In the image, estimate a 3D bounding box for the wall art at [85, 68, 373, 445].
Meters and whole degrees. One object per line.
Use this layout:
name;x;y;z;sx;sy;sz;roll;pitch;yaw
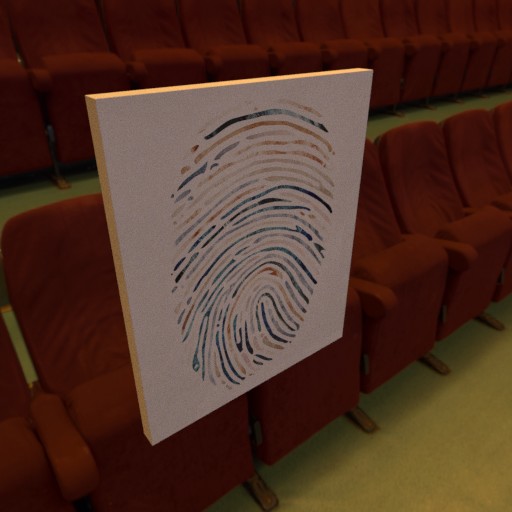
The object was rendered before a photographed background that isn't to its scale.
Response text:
wall art;0.000;0.000;0.815;0.508;0.606;0.037;-21;35;-33
